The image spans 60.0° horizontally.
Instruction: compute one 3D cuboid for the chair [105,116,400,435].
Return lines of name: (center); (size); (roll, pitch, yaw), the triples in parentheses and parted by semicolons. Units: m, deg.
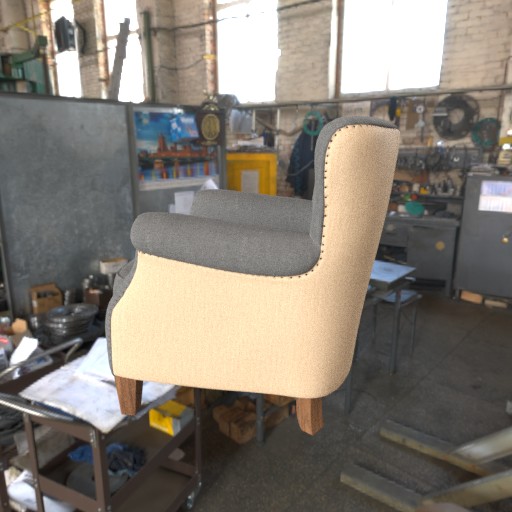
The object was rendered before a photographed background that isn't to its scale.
chair: (0.000, 0.000, 1.608); (0.921, 0.936, 0.861); (2, 14, 7)
